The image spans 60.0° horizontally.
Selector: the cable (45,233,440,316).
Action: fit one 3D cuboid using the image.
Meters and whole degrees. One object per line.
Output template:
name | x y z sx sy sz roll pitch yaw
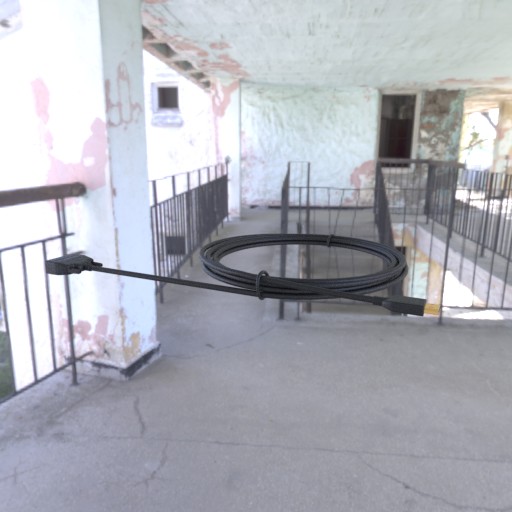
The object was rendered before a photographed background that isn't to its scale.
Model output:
cable | 0.000 0.000 0.528 0.422 0.030 0.257 7 15 25
